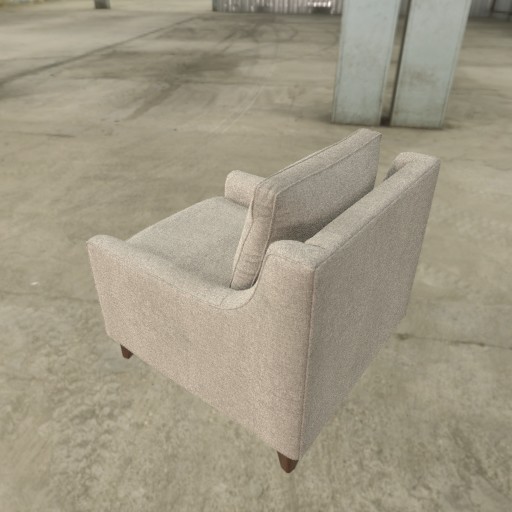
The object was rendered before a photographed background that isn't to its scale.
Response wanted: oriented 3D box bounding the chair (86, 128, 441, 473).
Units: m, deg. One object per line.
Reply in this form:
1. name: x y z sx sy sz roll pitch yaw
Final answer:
1. chair: 0.000 0.000 1.585 0.918 0.864 0.838 22 38 31
